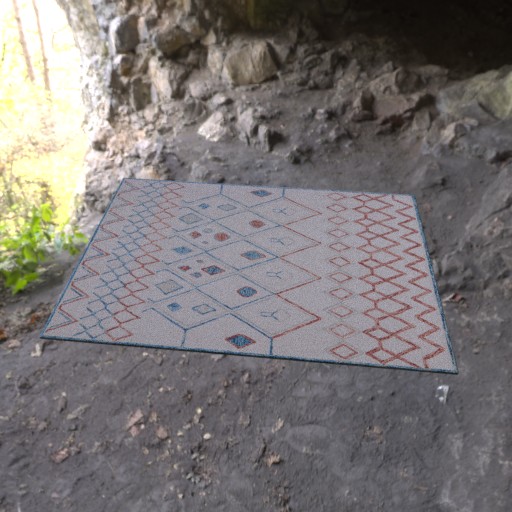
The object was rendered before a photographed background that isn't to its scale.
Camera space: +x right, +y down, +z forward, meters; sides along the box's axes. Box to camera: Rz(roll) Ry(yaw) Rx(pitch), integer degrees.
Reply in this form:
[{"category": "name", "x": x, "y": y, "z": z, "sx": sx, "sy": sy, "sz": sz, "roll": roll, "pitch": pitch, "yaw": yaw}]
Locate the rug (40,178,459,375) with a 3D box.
[{"category": "rug", "x": 0.000, "y": 0.000, "z": 2.344, "sx": 1.829, "sy": 0.016, "sz": 1.219, "roll": 4, "pitch": 46, "yaw": 4}]
